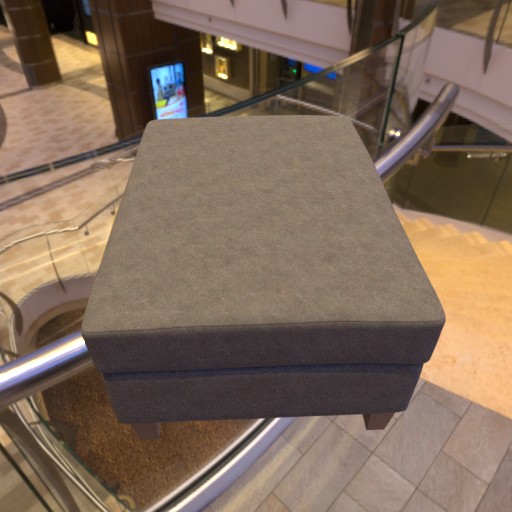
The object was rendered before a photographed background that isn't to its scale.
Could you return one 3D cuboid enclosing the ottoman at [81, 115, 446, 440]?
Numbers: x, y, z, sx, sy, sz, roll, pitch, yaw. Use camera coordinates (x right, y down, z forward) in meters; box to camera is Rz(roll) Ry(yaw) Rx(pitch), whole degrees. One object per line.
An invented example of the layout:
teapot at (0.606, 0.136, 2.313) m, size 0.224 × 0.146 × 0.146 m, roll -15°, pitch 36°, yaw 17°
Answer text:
ottoman at (0.000, 0.000, 1.179) m, size 0.639 × 0.464 × 0.839 m, roll -2°, pitch 41°, yaw -2°
